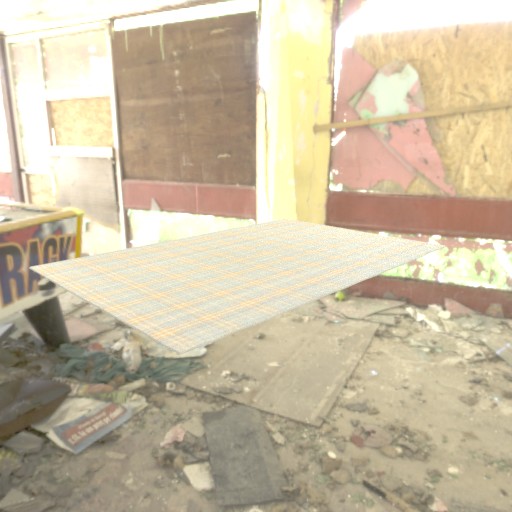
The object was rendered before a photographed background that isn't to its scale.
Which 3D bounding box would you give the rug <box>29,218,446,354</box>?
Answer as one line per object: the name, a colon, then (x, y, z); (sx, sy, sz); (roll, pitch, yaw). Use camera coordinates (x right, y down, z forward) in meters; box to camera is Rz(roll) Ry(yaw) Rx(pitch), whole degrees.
rug: (0.000, 0.000, 2.307); (1.835, 0.012, 1.231); (-14, 21, -43)
